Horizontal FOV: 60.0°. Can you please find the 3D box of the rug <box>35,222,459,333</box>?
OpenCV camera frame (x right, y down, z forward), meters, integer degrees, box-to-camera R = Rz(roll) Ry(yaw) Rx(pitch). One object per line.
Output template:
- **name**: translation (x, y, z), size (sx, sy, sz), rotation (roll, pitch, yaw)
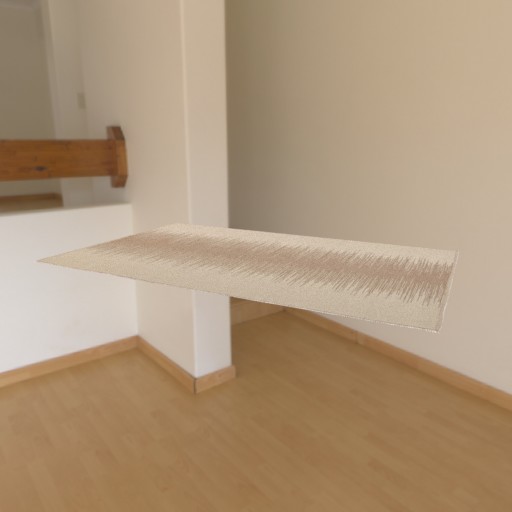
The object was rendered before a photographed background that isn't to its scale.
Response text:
- **rug**: translation (0.000, 0.000, 2.992), size (2.440, 0.012, 1.522), rotation (7, 16, 26)
